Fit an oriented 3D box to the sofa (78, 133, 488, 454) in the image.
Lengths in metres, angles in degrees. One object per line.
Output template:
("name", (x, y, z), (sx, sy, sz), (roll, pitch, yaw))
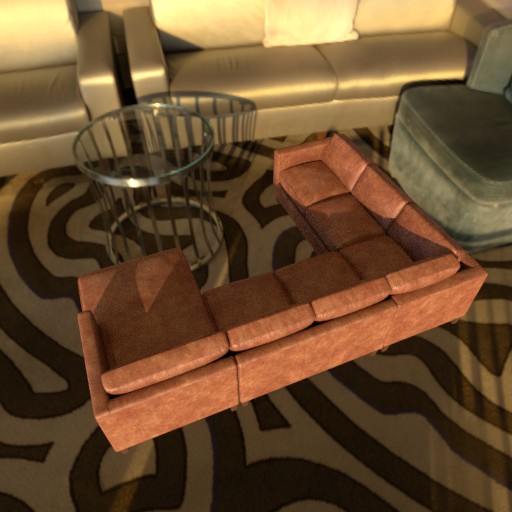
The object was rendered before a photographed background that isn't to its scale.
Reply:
("sofa", (0.000, 0.000, 4.349), (3.324, 0.888, 2.452), (-17, 49, -15))
